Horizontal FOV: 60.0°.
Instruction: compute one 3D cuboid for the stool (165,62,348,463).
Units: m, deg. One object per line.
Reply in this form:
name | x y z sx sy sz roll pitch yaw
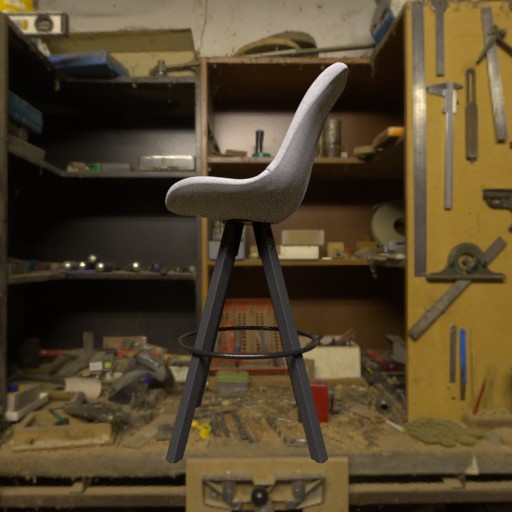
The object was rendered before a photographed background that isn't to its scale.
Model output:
stool | 0.000 0.000 1.411 0.550 1.115 0.485 0 1 0
